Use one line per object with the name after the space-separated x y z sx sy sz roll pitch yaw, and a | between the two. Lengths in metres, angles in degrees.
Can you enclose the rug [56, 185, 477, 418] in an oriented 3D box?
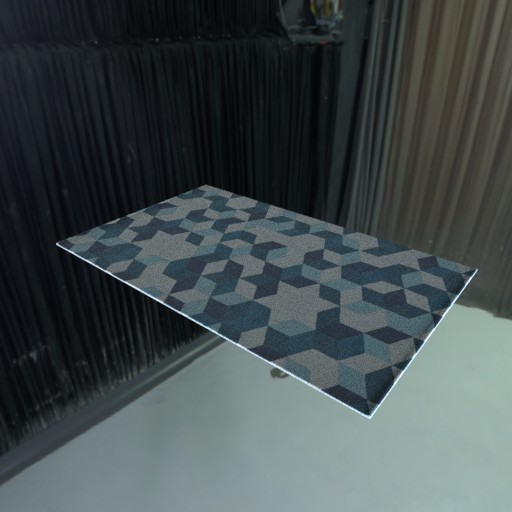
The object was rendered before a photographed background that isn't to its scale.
0.000 0.000 3.005 2.438 0.015 1.518 22 36 33 | rug
